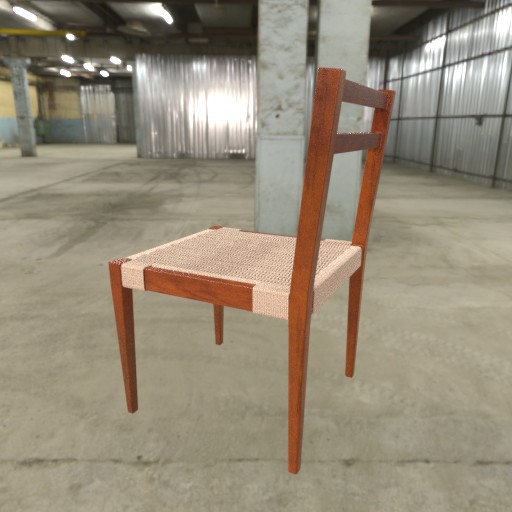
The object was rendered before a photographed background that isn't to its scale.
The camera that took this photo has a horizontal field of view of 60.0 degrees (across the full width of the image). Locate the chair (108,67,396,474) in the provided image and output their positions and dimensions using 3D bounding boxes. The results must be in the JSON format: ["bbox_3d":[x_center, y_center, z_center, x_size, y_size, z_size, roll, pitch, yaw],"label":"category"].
[{"bbox_3d":[0.000,0.000,1.184,0.569,0.851,0.495,8,18,26],"label":"chair"}]
